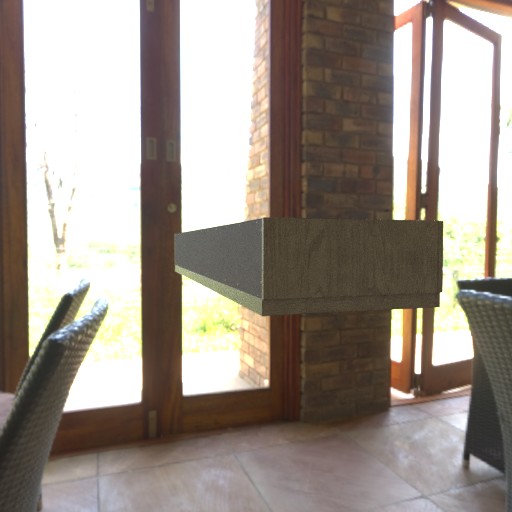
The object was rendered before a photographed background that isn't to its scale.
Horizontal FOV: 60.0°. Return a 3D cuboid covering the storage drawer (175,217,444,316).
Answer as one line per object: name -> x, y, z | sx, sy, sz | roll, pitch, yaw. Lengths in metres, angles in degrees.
storage drawer -> 0.000, 0.000, 2.290 | 0.591, 0.274, 2.072 | -1, 2, -17
